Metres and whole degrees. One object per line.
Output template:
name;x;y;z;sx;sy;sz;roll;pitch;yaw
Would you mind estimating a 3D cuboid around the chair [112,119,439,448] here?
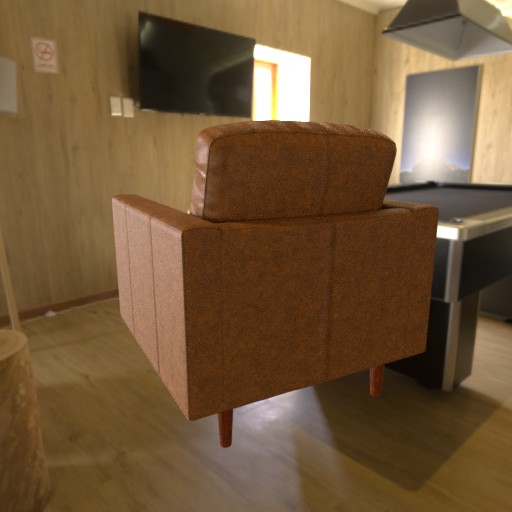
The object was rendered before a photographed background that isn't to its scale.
chair;0.000;0.000;1.688;0.890;0.956;0.909;-7;15;-27
